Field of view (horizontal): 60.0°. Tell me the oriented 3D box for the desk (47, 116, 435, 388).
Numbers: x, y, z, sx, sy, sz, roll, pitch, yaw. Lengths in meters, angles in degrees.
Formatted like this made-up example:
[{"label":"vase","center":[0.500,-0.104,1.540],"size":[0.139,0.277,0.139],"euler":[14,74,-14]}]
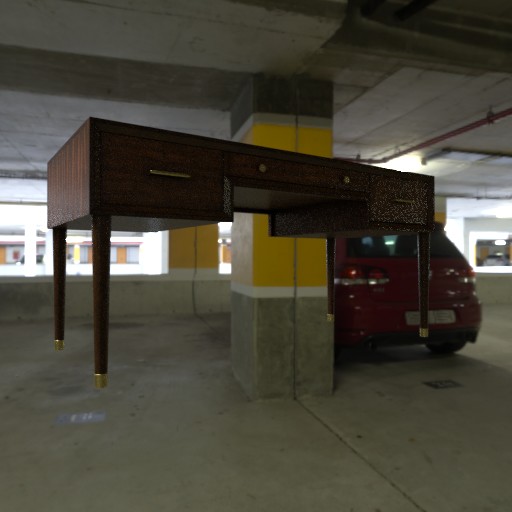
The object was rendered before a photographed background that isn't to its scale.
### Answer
[{"label":"desk","center":[0.000,0.000,1.951],"size":[1.575,0.762,0.724],"euler":[0,-1,-34]}]
